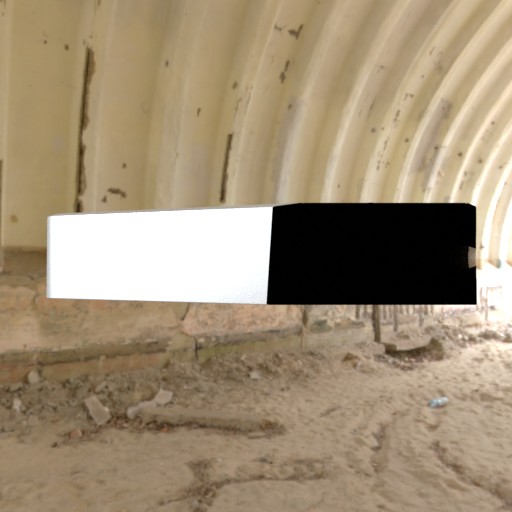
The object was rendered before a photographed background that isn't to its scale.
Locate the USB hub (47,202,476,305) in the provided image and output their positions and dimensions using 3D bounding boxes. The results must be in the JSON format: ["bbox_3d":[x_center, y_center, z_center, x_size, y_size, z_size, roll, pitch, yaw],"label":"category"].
[{"bbox_3d":[0.000,0.000,0.124,0.110,0.023,0.044,0,-1,18],"label":"USB hub"}]
